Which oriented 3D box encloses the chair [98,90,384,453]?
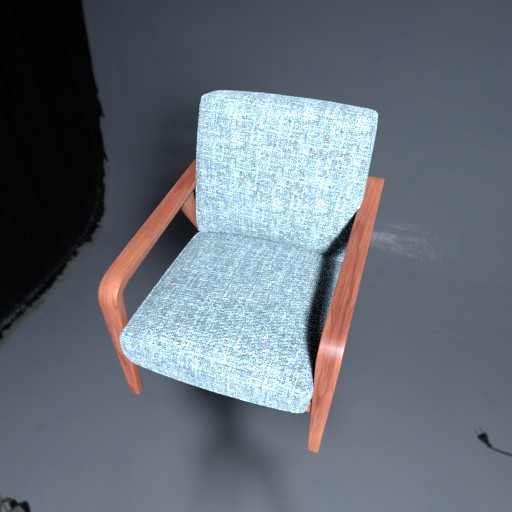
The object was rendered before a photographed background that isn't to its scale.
[{"bbox_3d":[0.000,0.000,1.519,0.719,0.864,0.889,13,42,14],"label":"chair"}]
